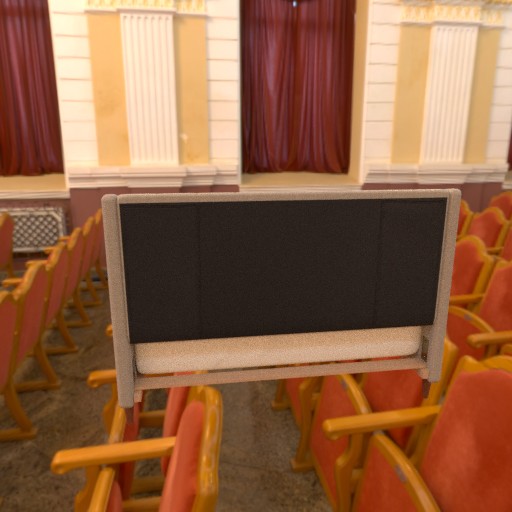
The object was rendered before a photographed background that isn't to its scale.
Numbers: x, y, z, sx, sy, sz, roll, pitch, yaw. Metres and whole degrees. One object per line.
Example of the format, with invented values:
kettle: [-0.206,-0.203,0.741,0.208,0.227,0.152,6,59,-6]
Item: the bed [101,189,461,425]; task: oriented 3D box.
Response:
bed: [0.000,0.000,3.178,1.656,1.147,2.232,-2,14,-8]
